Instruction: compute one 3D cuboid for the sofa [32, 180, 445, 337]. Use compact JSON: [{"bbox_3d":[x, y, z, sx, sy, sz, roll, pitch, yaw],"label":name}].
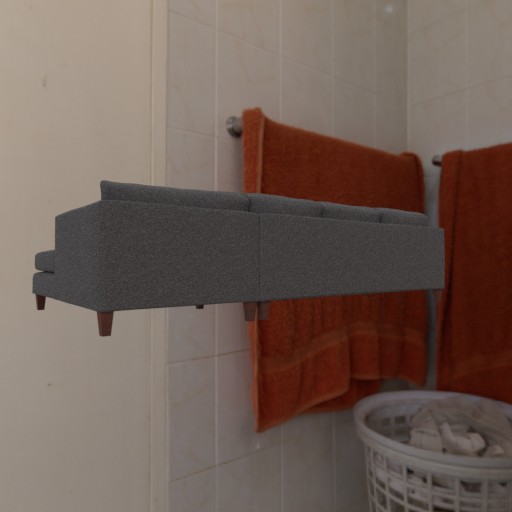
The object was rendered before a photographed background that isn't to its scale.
[{"bbox_3d":[0.000,0.000,3.794,3.186,0.846,1.625,0,-1,-37],"label":"sofa"}]
